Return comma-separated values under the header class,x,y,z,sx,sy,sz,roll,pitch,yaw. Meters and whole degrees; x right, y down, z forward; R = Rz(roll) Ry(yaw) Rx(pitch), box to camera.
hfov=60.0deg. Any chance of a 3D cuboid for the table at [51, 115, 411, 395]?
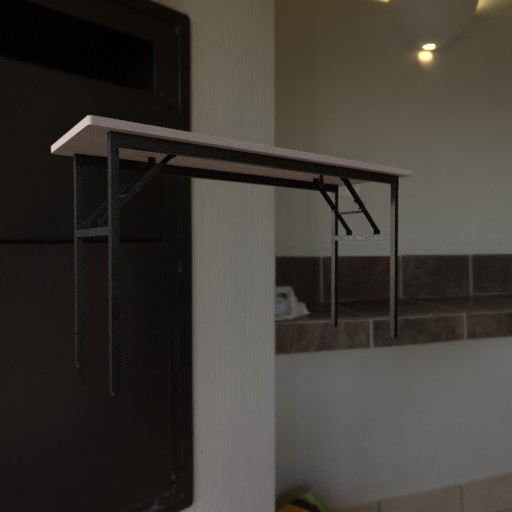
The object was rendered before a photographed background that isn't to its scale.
class,x,y,z,sx,sy,sz,roll,pitch,yaw
table,0.000,0.000,1.740,1.397,0.750,0.447,-1,1,-36
